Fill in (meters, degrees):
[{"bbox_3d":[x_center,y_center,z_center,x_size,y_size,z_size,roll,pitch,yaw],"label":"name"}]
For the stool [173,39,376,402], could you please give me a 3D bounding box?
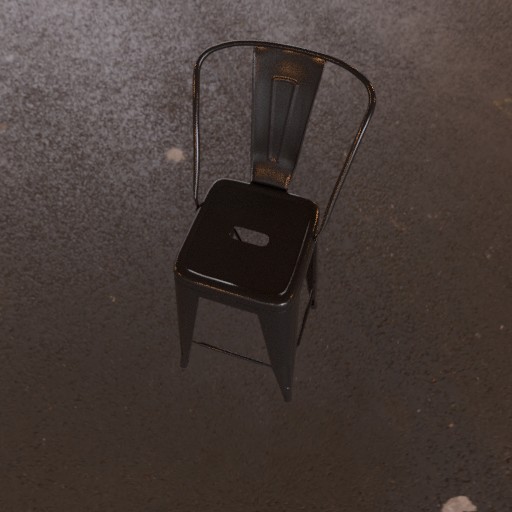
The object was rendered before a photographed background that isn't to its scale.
[{"bbox_3d":[0.000,0.000,1.301,0.432,1.022,0.528,16,61,9],"label":"stool"}]
